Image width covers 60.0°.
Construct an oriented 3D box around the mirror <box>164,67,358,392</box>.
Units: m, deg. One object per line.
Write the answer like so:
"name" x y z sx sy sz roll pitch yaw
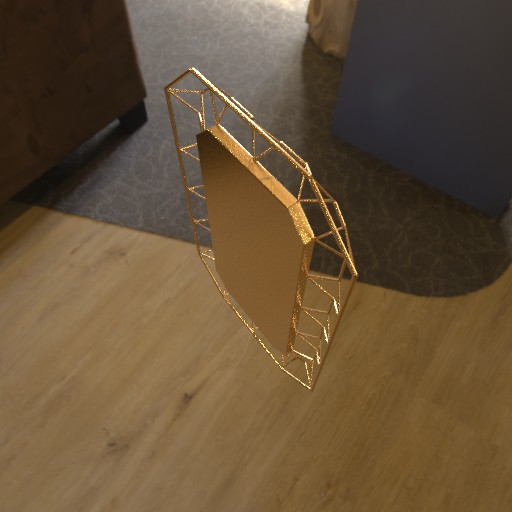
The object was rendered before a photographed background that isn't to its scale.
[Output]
"mirror" 0.000 0.000 1.079 0.051 0.870 0.572 -33 63 -19
